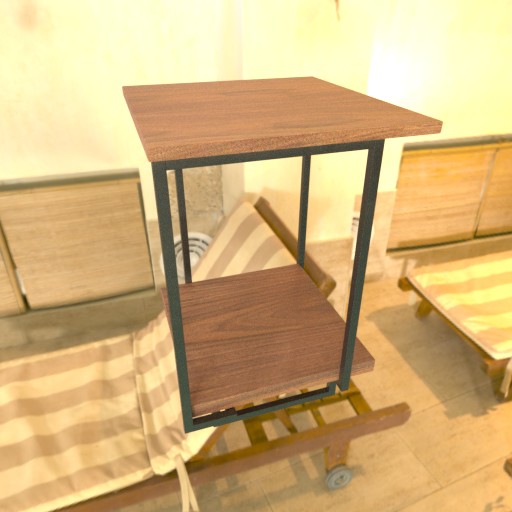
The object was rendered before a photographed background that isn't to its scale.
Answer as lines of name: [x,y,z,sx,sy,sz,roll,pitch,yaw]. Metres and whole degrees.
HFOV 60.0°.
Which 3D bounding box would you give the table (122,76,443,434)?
table: [0.000,0.000,0.841,0.384,0.567,0.411,-9,31,-16]
